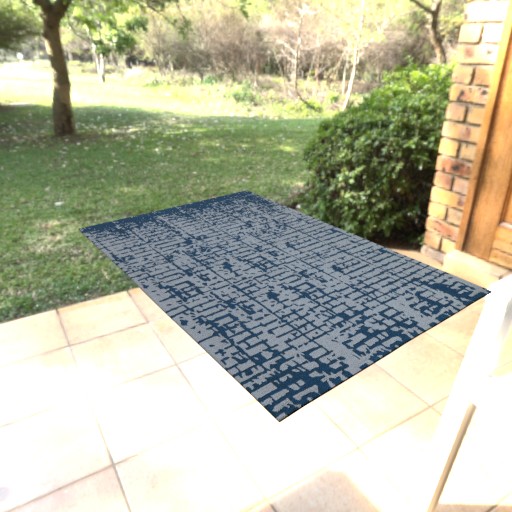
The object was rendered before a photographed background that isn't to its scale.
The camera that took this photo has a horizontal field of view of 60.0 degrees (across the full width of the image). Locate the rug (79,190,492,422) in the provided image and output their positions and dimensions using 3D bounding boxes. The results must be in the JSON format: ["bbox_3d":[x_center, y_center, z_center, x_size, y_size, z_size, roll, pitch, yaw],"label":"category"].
[{"bbox_3d":[0.000,0.000,2.267,1.220,0.007,1.828,-18,31,-33],"label":"rug"}]
